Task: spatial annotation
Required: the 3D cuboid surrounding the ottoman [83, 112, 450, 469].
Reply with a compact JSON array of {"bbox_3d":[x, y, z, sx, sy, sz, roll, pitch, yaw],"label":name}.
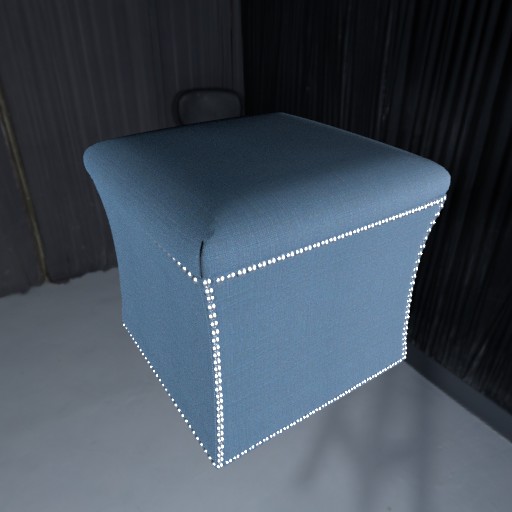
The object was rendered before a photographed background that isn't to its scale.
[{"bbox_3d":[0.000,0.000,0.903,0.507,0.475,0.497,-19,36,-29],"label":"ottoman"}]
